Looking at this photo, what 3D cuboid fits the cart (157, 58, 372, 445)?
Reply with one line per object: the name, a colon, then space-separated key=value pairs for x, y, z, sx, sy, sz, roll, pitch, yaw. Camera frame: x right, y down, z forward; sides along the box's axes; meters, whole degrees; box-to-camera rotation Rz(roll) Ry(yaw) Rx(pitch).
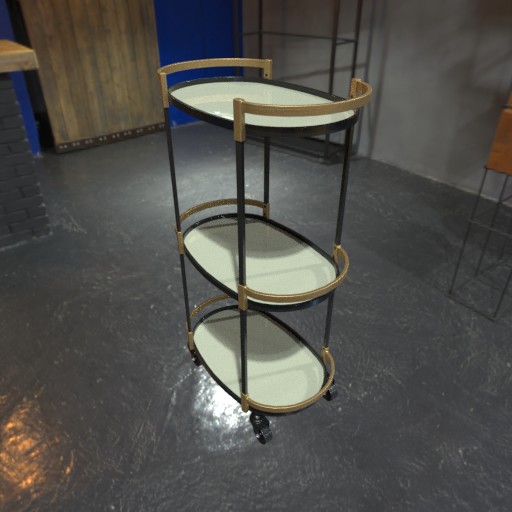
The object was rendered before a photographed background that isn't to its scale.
cart: x=0.000 y=0.000 z=1.156 sx=0.311 sy=0.885 sz=0.515 roll=-21 pitch=38 yaw=-30
